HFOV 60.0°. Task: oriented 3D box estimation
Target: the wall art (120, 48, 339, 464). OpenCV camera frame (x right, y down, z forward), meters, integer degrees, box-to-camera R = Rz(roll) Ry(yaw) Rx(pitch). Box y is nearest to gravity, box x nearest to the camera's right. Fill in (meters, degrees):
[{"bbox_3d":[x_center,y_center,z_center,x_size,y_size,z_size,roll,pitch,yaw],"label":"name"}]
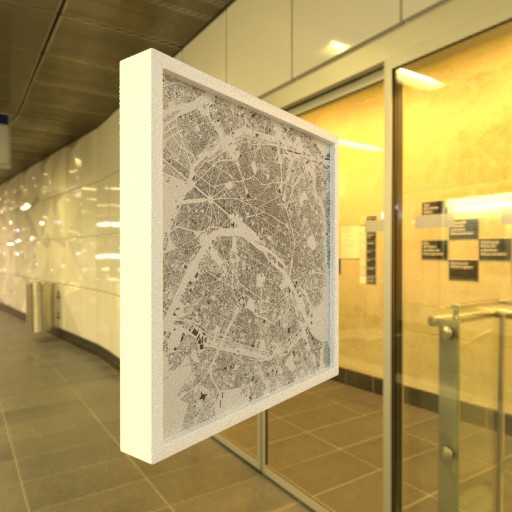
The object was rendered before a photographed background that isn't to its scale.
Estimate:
[{"bbox_3d":[0.000,0.000,0.455,0.038,0.305,0.305,0,0,37],"label":"wall art"}]
